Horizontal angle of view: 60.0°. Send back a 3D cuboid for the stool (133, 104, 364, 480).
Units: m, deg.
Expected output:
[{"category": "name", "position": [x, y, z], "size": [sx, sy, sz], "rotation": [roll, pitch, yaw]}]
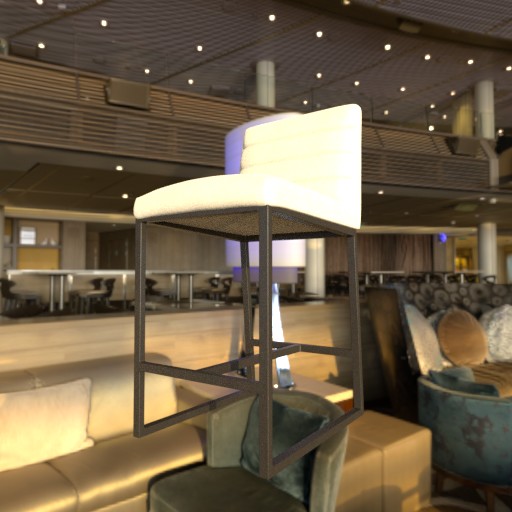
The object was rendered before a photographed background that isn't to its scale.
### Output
[{"category": "stool", "position": [0.000, 0.000, 1.291], "size": [0.459, 0.971, 0.567], "rotation": [-2, -3, 35]}]
